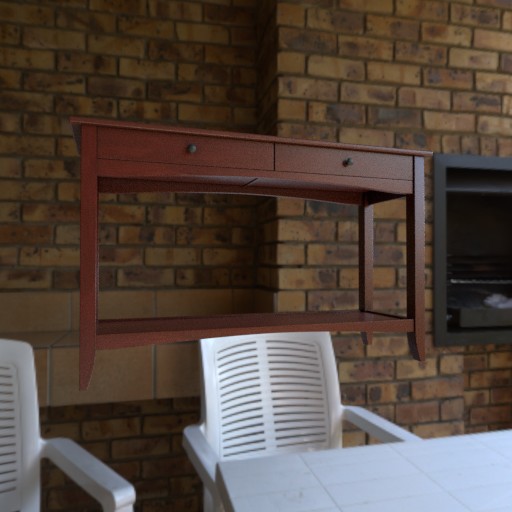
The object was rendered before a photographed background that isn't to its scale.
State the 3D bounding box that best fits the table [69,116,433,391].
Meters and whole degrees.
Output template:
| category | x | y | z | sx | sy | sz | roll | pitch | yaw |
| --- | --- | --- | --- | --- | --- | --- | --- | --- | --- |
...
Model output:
| category | x | y | z | sx | sy | sz | roll | pitch | yaw |
| --- | --- | --- | --- | --- | --- | --- | --- | --- | --- |
| table | 0.000 | 0.000 | 1.553 | 1.188 | 0.739 | 0.392 | 0 | -1 | -19 |
